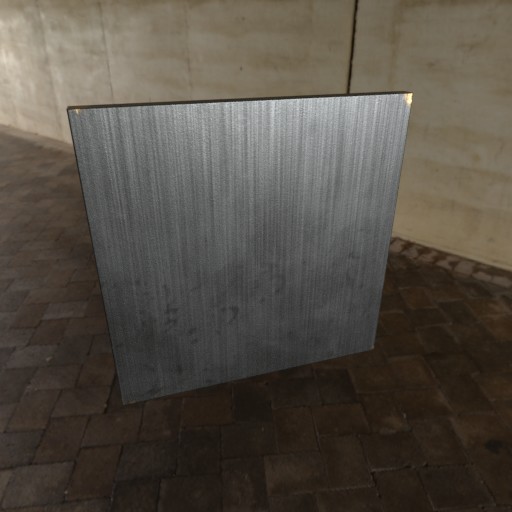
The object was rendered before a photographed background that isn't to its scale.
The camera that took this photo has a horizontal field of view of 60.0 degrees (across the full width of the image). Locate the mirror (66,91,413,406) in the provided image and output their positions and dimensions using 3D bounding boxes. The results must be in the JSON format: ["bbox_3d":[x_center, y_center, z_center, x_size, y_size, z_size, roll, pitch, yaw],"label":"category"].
[{"bbox_3d":[0.000,0.000,0.564,0.382,0.381,0.020,-8,29,-16],"label":"mirror"}]
